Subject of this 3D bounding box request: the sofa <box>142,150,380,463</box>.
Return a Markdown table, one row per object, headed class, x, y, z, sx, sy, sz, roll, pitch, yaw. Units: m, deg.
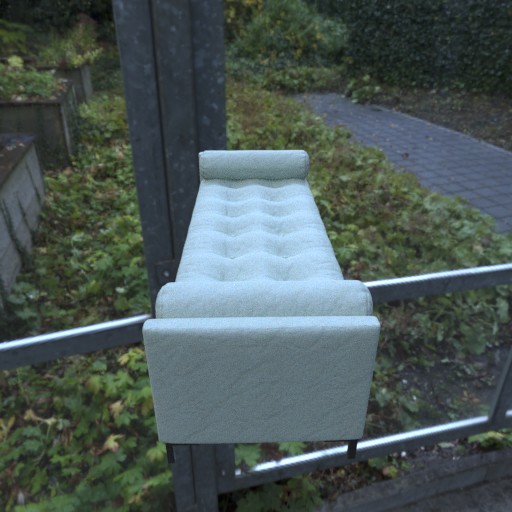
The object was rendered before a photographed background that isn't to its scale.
| class | x | y | z | sx | sy | sz | roll | pitch | yaw |
| --- | --- | --- | --- | --- | --- | --- | --- | --- | --- |
| sofa | 0.000 | 0.000 | 2.463 | 0.796 | 0.705 | 2.102 | -1 | 29 | -1 |
